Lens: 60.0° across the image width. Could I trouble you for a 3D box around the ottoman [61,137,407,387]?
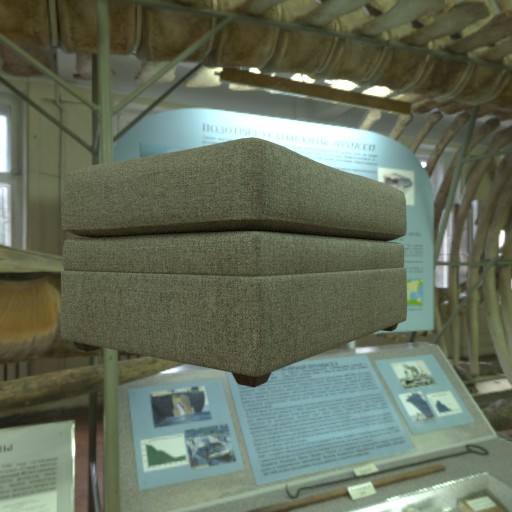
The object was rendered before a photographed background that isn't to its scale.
[{"bbox_3d":[0.000,0.000,1.275,0.637,0.478,0.885,0,0,36],"label":"ottoman"}]
